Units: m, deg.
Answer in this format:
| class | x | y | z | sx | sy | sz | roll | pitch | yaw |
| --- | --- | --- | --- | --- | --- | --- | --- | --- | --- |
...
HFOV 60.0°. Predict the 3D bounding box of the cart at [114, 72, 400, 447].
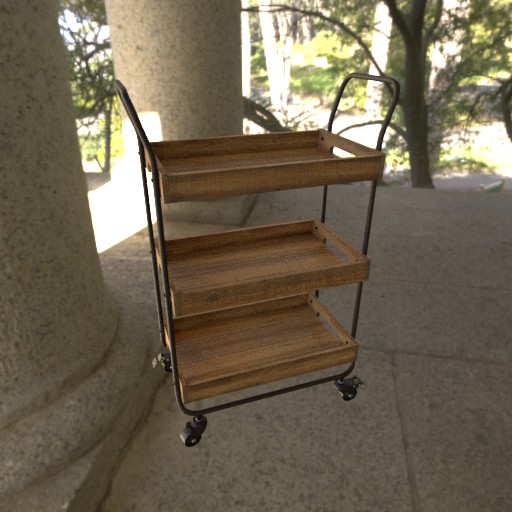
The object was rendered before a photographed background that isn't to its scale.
| class | x | y | z | sx | sy | sz | roll | pitch | yaw |
| --- | --- | --- | --- | --- | --- | --- | --- | --- | --- |
| cart | 0.000 | 0.000 | 1.146 | 0.583 | 0.857 | 0.339 | -9 | 28 | -17 |
